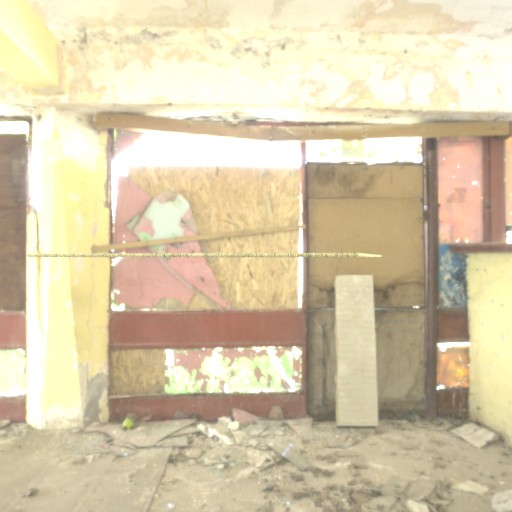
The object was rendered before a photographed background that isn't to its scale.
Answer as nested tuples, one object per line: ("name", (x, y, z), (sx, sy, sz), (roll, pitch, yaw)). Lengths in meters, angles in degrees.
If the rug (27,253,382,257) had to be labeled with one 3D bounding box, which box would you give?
("rug", (0.000, 0.000, 2.895), (1.523, 0.017, 2.263), (0, 0, 18))
